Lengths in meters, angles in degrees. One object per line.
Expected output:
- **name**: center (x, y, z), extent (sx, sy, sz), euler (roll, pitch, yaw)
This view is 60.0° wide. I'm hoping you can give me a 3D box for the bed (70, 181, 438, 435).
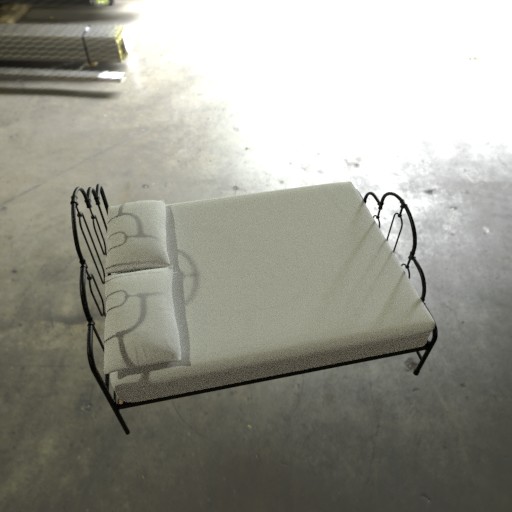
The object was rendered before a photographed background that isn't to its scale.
- **bed**: center (0.000, 0.000, 3.220), extent (2.181, 1.444, 1.626), euler (-9, 47, -8)
